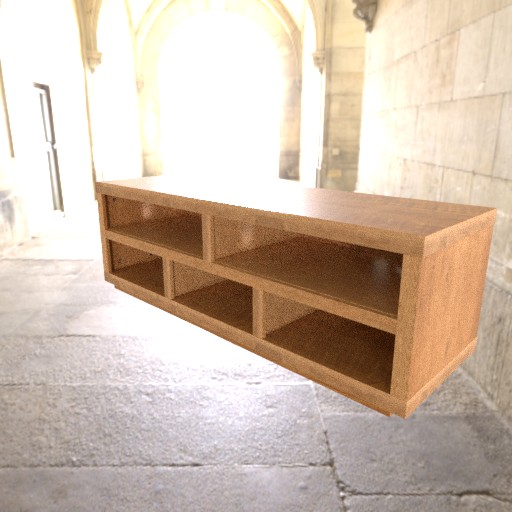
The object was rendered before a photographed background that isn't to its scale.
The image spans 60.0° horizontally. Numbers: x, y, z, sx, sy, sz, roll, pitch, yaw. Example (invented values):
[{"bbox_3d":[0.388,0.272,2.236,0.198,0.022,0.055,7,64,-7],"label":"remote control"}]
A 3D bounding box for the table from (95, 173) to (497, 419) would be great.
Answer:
[{"bbox_3d":[0.000,0.000,1.703,1.499,0.491,0.499,15,22,42],"label":"table"}]
